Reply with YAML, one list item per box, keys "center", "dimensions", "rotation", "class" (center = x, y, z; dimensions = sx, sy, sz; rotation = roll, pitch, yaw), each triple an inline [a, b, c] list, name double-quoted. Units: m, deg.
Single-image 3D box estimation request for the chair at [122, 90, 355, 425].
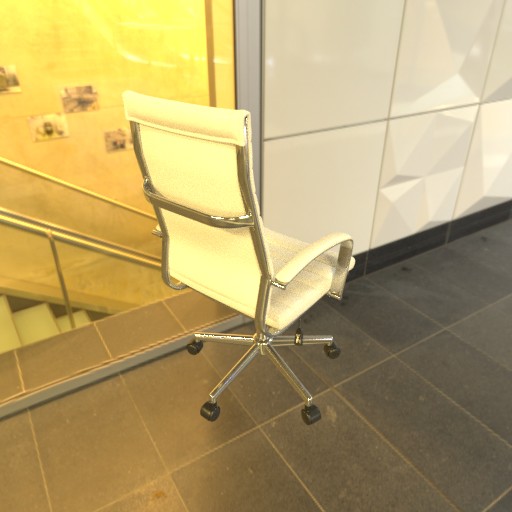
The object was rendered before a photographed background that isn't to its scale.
- center: [0.000, 0.000, 1.572]
  dimensions: [0.679, 1.149, 0.679]
  rotation: [21, 36, 33]
  class: "chair"
